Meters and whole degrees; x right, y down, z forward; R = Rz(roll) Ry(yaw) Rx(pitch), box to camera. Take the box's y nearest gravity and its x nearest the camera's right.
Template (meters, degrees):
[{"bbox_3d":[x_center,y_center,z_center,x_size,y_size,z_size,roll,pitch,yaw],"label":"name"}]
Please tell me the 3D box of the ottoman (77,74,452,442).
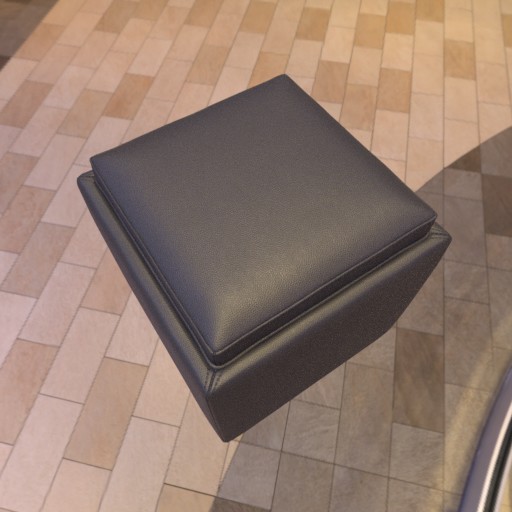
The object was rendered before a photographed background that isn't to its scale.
[{"bbox_3d":[0.000,0.000,0.834,0.450,0.460,0.451,-30,63,-17],"label":"ottoman"}]
